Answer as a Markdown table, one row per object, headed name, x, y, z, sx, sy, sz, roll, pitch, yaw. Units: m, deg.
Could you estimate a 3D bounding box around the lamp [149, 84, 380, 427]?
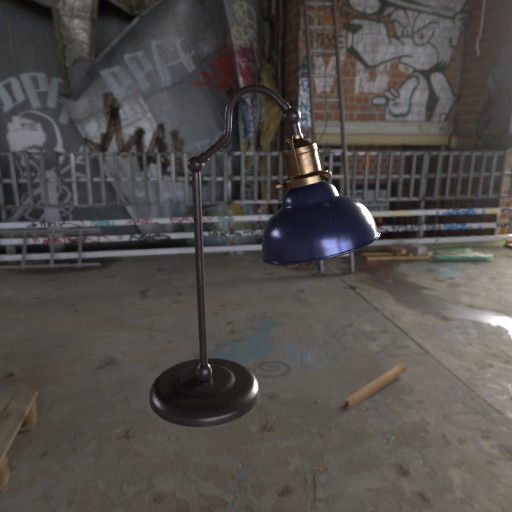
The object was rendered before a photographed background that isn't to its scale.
| name | x | y | z | sx | sy | sz | roll | pitch | yaw |
| --- | --- | --- | --- | --- | --- | --- | --- | --- | --- |
| lamp | 0.000 | 0.000 | 0.701 | 0.374 | 0.508 | 0.192 | 3 | 15 | 10 |
